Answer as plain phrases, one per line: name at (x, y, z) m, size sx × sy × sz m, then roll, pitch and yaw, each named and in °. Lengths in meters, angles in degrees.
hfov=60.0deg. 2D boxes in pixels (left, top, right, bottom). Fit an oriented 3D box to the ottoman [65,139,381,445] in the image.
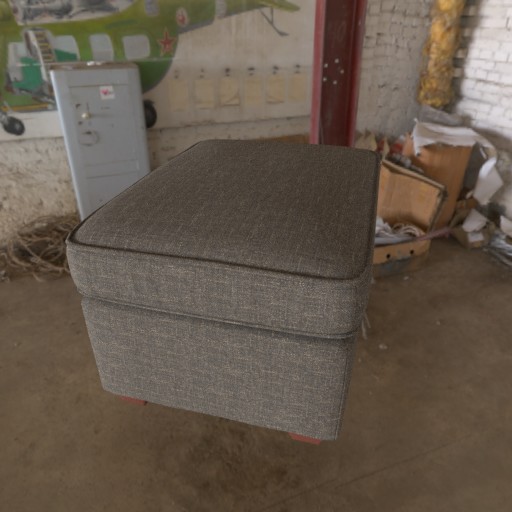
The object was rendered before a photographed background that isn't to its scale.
ottoman at (0.000, 0.000, 1.103) m, size 0.549 × 0.450 × 0.749 m, roll 7°, pitch 30°, yaw 13°
